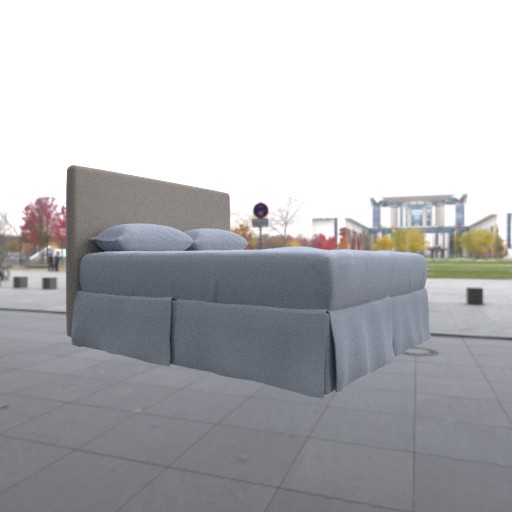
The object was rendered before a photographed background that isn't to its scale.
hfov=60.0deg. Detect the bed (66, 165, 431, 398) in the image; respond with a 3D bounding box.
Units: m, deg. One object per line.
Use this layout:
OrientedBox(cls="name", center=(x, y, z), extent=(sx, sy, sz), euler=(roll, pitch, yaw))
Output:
OrientedBox(cls="bed", center=(0.000, 0.000, 3.334), extent=(2.142, 1.330, 1.884), euler=(0, 0, 35))
